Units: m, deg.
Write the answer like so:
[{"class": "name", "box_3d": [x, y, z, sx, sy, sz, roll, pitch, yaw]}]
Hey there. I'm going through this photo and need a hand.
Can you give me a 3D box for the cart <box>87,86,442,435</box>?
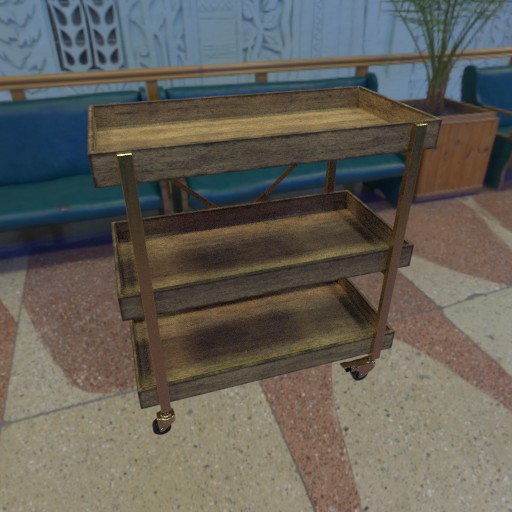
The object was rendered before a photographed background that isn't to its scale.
[{"class": "cart", "box_3d": [0.000, 0.000, 1.250, 0.750, 0.799, 0.416, -10, 34, -15]}]
